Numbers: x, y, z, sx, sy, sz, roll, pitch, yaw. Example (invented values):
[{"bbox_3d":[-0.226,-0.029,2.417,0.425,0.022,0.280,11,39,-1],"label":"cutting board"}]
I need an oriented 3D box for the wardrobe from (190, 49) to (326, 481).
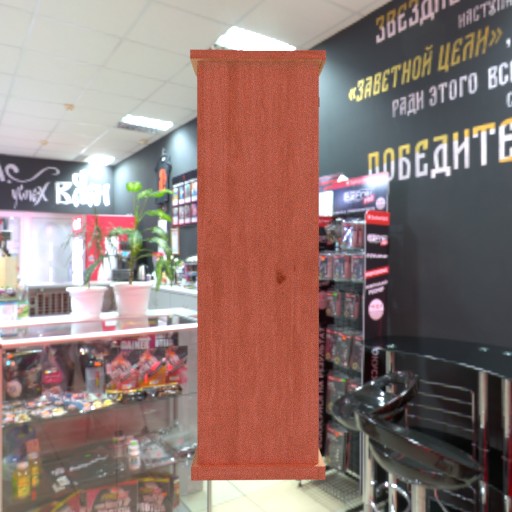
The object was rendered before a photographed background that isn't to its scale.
[{"bbox_3d":[0.000,0.000,2.599,0.570,1.870,1.500,0,0,-1],"label":"wardrobe"}]
